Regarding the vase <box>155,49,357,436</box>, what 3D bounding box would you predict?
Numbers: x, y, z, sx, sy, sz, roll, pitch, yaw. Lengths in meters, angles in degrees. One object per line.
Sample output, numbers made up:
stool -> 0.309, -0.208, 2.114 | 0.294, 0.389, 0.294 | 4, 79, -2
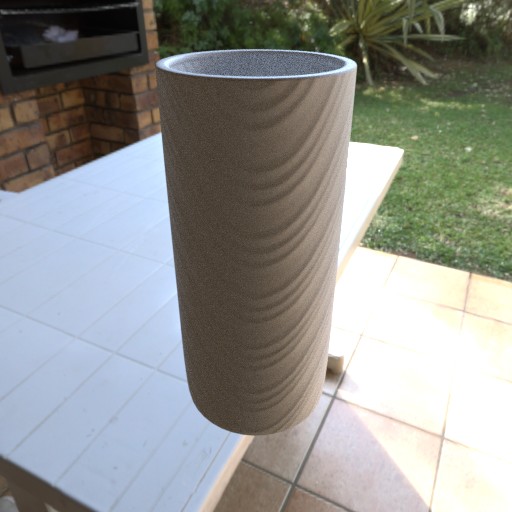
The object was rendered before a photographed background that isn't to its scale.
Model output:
vase -> 0.000, 0.000, 0.388 | 0.143, 0.316, 0.143 | 0, 31, 0
